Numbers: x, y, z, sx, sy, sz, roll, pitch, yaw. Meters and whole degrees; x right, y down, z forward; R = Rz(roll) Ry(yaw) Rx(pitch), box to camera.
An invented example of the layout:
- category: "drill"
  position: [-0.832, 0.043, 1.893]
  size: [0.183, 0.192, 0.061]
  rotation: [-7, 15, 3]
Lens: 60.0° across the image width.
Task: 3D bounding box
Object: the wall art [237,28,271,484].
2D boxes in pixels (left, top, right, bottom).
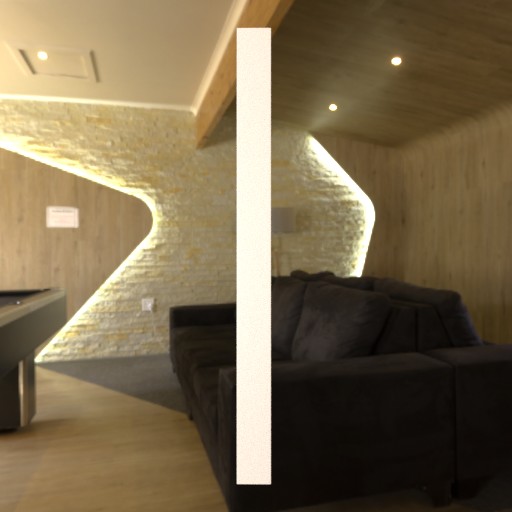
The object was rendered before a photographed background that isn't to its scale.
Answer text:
- category: "wall art"
  position: [0.000, 0.000, 0.747]
  size: [0.038, 0.508, 0.507]
  rotation: [0, 0, 1]
